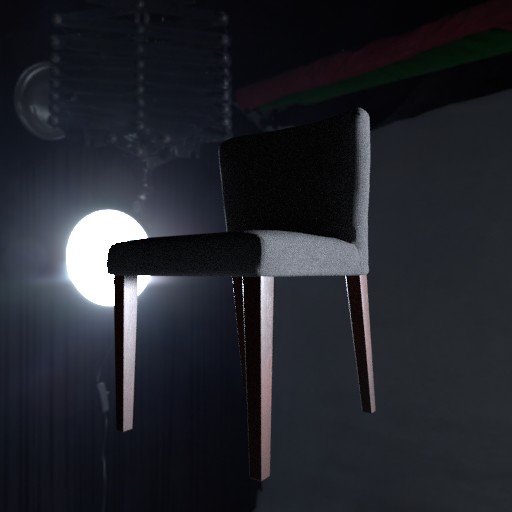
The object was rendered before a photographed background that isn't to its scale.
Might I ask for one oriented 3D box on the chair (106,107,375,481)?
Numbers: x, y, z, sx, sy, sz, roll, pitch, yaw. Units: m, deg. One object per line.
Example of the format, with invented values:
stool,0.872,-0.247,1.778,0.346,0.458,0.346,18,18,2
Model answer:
chair,0.000,0.000,1.156,0.491,0.839,0.589,-2,-3,37
